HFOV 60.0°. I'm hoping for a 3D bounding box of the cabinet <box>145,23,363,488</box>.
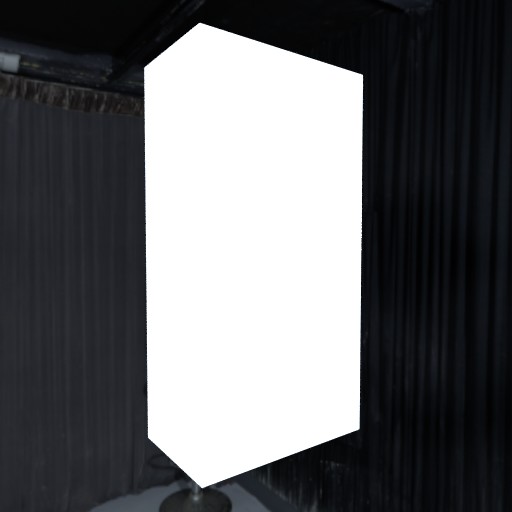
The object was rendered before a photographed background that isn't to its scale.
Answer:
[{"bbox_3d":[0.000,0.000,2.345,0.980,1.920,0.580,-2,3,-36],"label":"cabinet"}]
